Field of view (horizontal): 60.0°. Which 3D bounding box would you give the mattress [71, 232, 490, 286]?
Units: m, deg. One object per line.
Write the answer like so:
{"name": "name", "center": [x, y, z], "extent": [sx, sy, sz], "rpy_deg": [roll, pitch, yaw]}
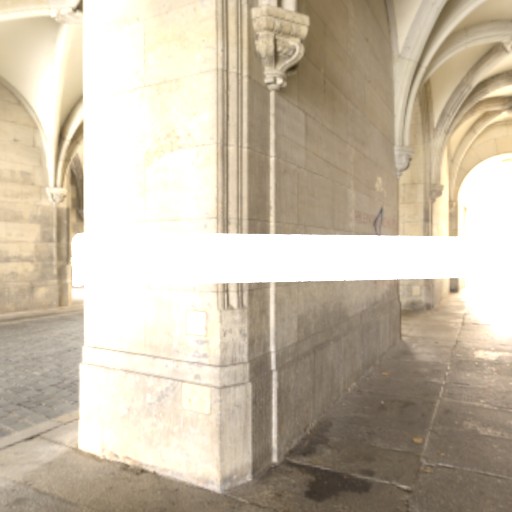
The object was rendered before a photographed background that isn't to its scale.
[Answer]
{"name": "mattress", "center": [0.000, 0.000, 2.634], "extent": [1.900, 0.200, 1.600], "rpy_deg": [0, 1, -18]}
